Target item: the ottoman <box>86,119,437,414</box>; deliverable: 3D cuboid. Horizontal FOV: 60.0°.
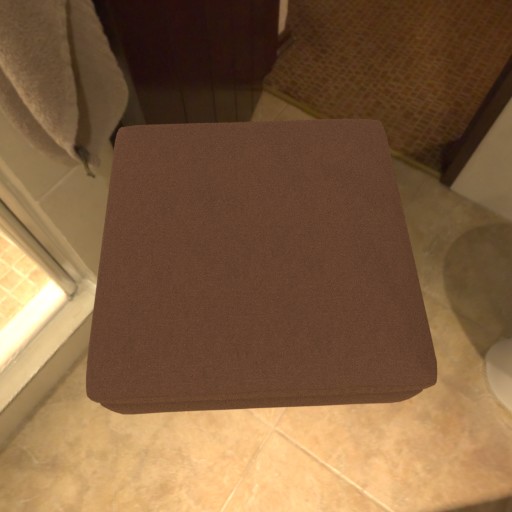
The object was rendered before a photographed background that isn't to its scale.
[{"bbox_3d":[0.000,0.000,1.844,1.181,0.470,1.181,-2,64,-1],"label":"ottoman"}]
